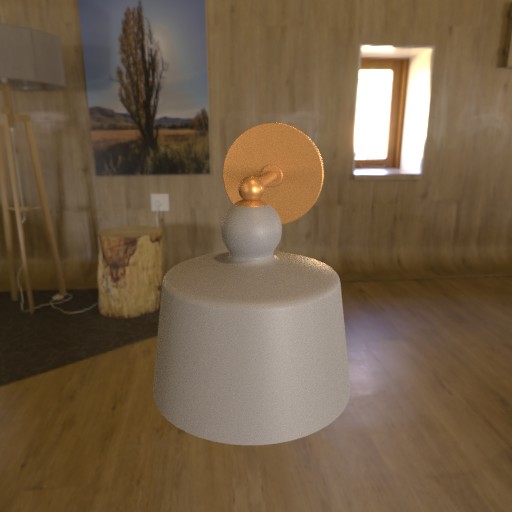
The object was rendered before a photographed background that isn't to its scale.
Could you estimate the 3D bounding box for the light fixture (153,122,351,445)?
[{"bbox_3d":[0.000,0.000,0.457,0.204,0.268,0.254,3,16,10],"label":"light fixture"}]
